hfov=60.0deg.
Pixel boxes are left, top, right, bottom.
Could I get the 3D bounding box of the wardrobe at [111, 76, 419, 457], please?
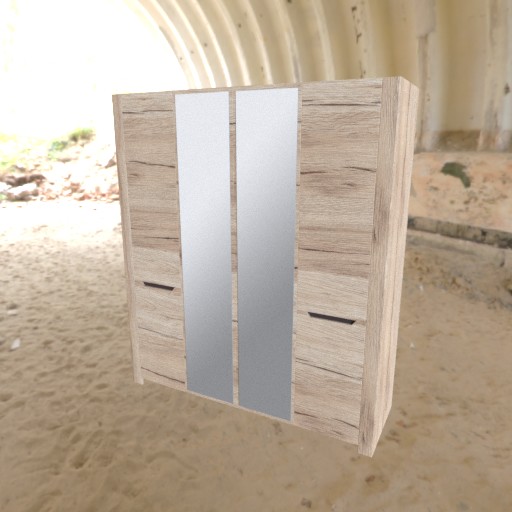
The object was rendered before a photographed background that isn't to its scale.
[{"bbox_3d":[0.000,0.000,2.959,1.810,2.070,0.580,7,16,26],"label":"wardrobe"}]
